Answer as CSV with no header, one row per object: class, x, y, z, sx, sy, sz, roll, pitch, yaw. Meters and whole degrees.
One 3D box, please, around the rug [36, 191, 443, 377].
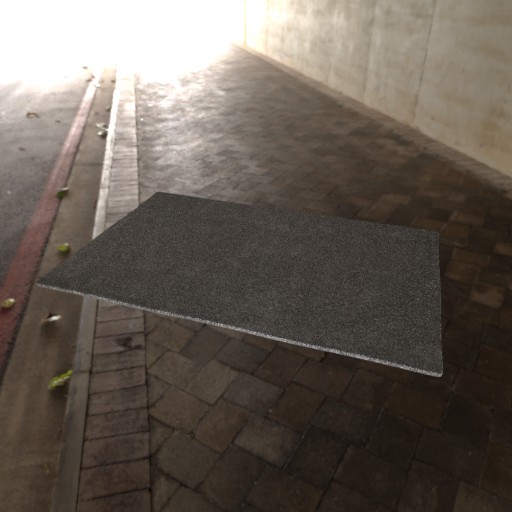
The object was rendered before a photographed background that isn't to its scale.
rug,0.000,0.000,2.998,2.350,0.025,1.502,10,33,16
